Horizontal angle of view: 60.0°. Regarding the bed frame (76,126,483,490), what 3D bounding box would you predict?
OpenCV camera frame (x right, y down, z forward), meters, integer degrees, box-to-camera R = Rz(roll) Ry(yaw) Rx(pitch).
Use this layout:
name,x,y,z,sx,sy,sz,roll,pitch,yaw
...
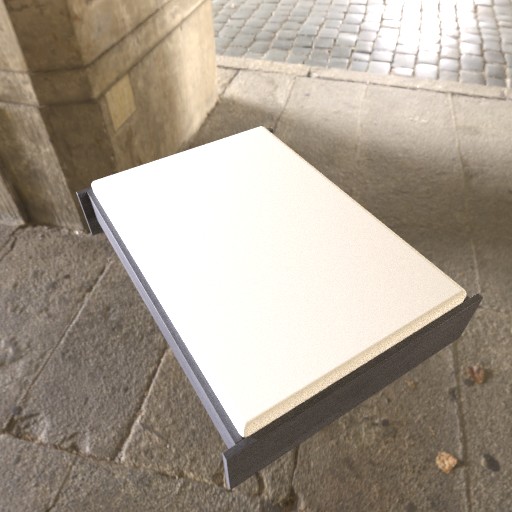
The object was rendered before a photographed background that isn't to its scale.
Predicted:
name,x,y,z,sx,sy,sz,roll,pitch,yaw
bed frame,0.000,0.000,2.639,1.490,0.432,1.950,-24,51,-22
